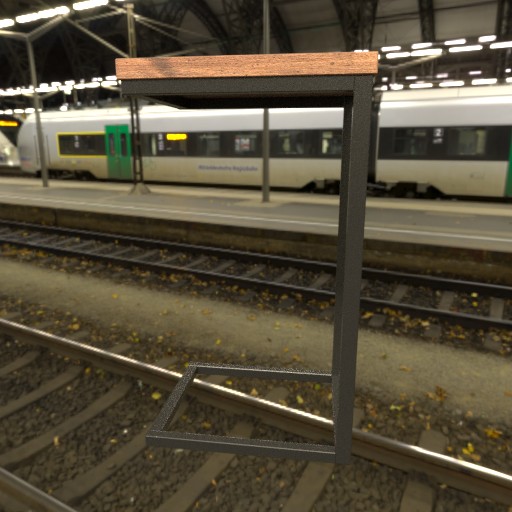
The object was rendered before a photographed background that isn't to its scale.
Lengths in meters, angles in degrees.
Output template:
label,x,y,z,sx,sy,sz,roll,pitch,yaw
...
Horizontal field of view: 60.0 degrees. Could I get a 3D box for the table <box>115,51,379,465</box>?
label,x,y,z,sx,sy,sz,roll,pitch,yaw
table,0.000,0.000,0.925,0.414,0.718,0.323,2,14,8
